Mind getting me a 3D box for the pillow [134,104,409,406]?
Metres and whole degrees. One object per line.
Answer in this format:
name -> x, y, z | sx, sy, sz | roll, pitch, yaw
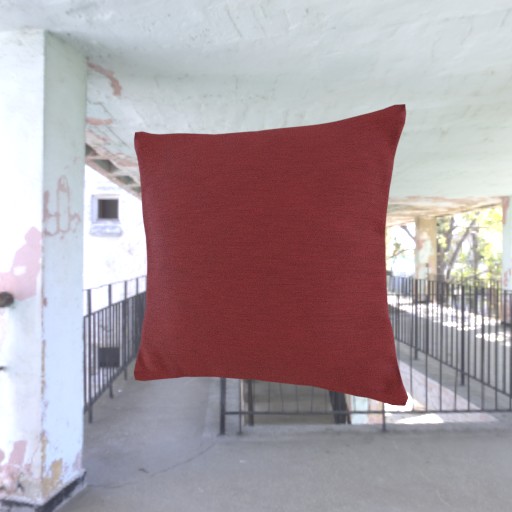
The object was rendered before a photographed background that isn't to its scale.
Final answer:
pillow -> 0.000, 0.000, 0.668 | 0.435, 0.416, 0.151 | 0, 0, 18
